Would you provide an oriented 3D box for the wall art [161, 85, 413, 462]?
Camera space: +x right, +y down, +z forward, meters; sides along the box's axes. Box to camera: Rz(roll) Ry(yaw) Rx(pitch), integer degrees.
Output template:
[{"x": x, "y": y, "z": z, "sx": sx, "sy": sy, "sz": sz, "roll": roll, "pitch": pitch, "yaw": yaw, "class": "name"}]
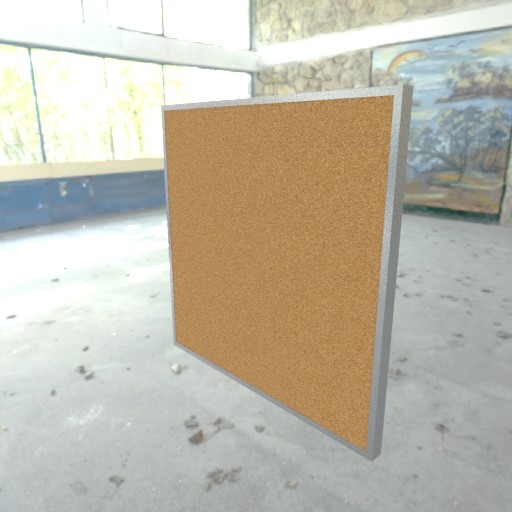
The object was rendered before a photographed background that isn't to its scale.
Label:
[{"x": 0.000, "y": 0.000, "z": 1.198, "sx": 0.038, "sy": 0.806, "sz": 0.806, "roll": -14, "pitch": 21, "yaw": -42, "class": "wall art"}]
